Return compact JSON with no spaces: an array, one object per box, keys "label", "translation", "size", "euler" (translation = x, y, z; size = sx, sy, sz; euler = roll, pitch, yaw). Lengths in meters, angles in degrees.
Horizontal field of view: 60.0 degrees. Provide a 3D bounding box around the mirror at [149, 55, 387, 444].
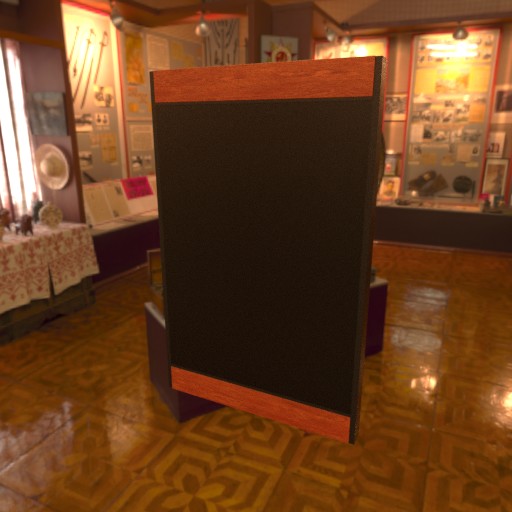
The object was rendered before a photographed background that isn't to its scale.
[{"label":"mirror","translation":[0.000,0.000,1.033],"size":[0.525,0.823,0.047],"euler":[8,18,26]}]
